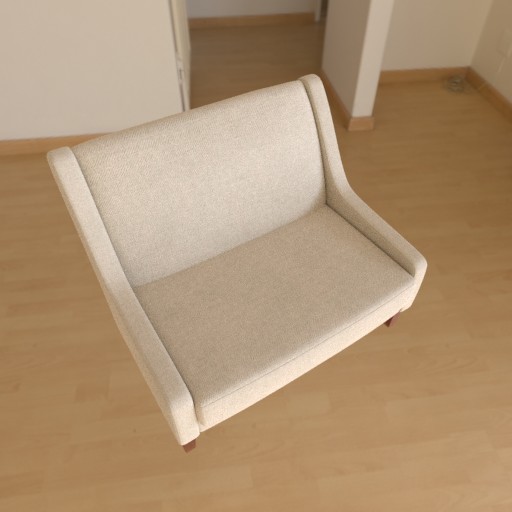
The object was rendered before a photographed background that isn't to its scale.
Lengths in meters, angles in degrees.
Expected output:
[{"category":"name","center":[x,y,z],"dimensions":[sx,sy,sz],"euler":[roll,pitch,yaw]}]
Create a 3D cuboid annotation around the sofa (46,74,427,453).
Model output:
[{"category":"sofa","center":[0.000,0.000,1.875],"dimensions":[1.212,0.976,0.946],"euler":[-25,51,-22]}]
